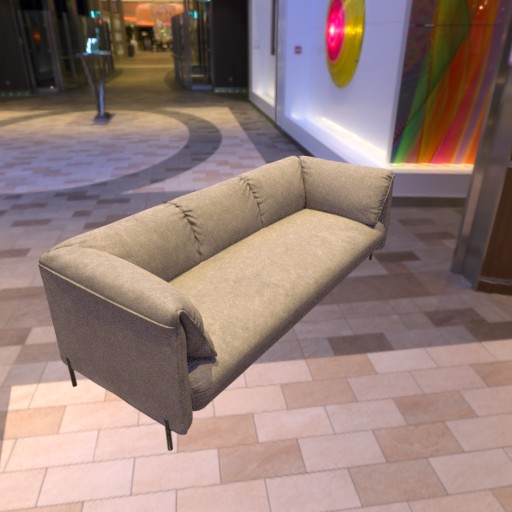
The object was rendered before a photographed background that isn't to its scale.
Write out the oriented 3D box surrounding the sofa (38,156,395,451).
[{"bbox_3d":[0.000,0.000,2.690,0.899,0.758,2.238,17,31,31],"label":"sofa"}]
